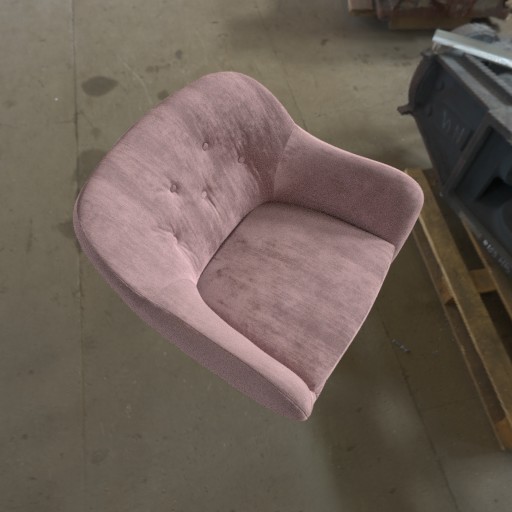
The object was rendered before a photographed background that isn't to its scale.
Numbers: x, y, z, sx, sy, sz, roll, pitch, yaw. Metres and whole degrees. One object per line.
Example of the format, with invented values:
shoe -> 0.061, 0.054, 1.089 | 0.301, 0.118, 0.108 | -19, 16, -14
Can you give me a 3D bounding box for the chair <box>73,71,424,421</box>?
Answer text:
chair -> 0.000, 0.000, 1.497 | 0.820, 0.820, 0.840 | 29, 63, 16
